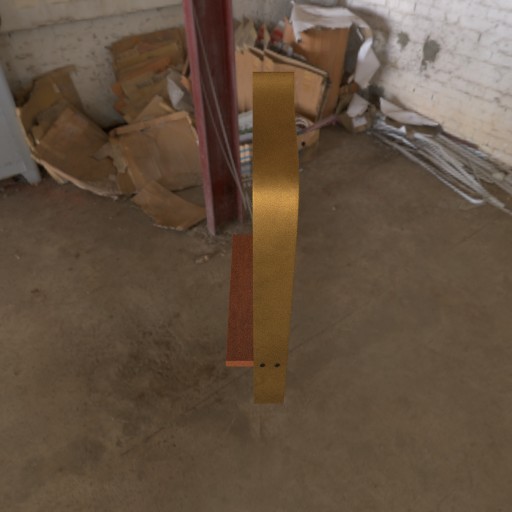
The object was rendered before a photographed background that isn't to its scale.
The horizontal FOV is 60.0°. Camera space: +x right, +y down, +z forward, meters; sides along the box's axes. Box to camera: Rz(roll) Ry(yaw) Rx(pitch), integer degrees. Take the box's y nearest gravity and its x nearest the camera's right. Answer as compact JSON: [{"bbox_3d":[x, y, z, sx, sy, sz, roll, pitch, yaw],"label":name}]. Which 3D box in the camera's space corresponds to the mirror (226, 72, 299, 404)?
[{"bbox_3d":[0.000,0.000,0.756,0.096,0.613,0.323,0,42,0],"label":"mirror"}]
